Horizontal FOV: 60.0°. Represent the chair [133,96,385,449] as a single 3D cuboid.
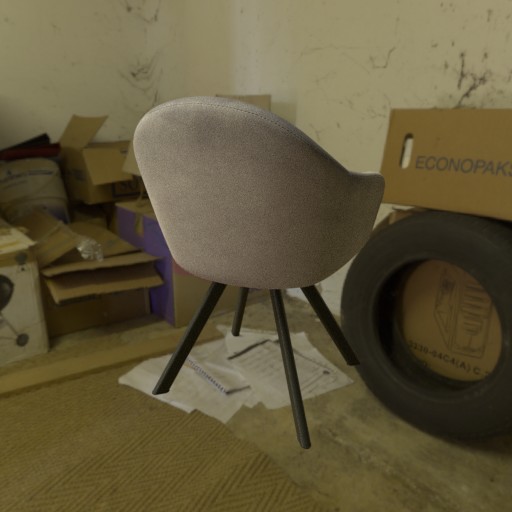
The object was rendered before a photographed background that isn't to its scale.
[{"bbox_3d":[0.000,0.000,1.182,0.570,0.780,0.540,9,19,27],"label":"chair"}]
